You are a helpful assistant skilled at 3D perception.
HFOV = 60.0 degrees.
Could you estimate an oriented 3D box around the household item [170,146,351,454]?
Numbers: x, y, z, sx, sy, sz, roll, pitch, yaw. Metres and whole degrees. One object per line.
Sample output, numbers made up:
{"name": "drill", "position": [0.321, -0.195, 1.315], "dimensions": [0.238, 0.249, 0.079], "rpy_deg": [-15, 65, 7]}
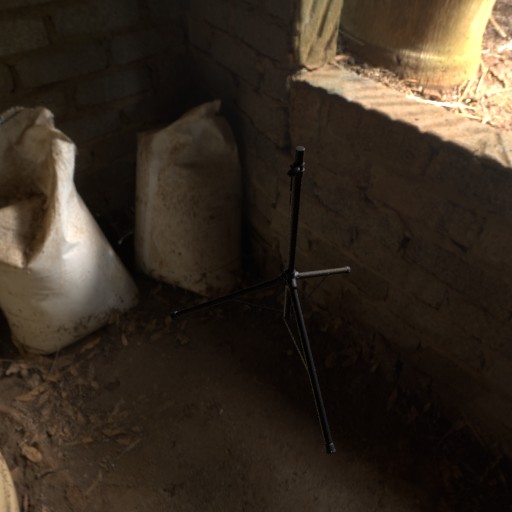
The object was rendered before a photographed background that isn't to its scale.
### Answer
{"name": "household item", "position": [0.000, 0.000, 2.779], "dimensions": [1.339, 1.595, 1.596], "rpy_deg": [9, 45, 9]}
